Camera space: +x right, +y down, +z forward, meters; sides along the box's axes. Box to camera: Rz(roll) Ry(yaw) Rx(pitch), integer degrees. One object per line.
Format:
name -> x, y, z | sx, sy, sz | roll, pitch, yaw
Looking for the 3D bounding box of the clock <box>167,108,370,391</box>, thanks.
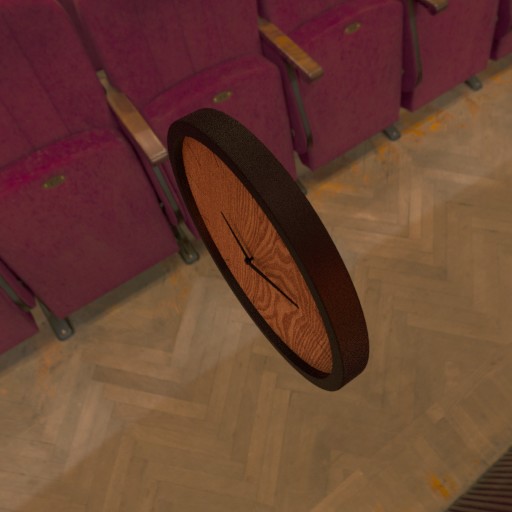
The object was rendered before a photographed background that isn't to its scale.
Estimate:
clock -> 0.000, 0.000, 0.469 | 0.029, 0.314, 0.314 | -32, 67, -15
